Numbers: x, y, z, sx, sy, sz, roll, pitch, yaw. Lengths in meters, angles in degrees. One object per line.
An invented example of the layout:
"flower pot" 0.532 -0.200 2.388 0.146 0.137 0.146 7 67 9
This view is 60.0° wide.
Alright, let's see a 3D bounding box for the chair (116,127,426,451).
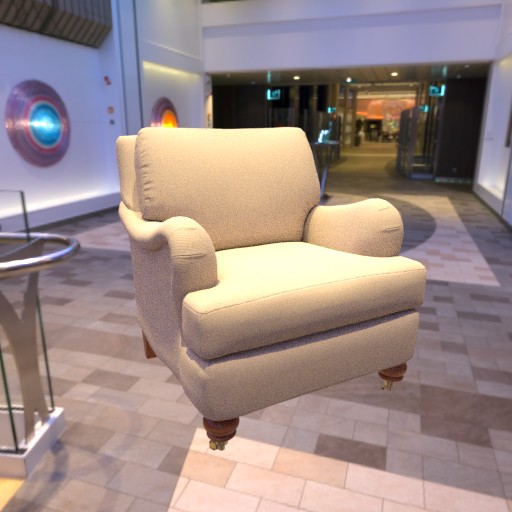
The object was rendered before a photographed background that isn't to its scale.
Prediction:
"chair" 0.000 0.000 1.857 0.955 1.038 1.070 -8 18 -27
